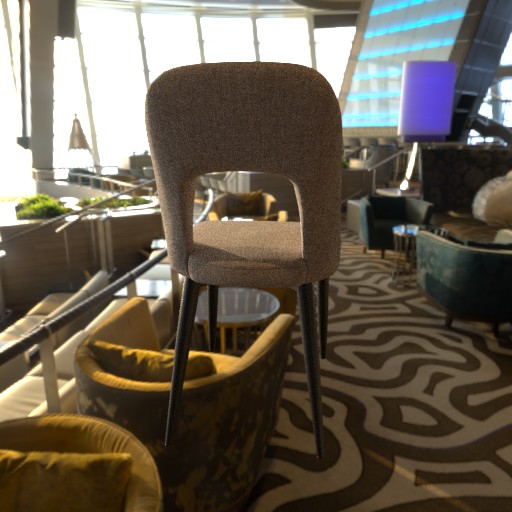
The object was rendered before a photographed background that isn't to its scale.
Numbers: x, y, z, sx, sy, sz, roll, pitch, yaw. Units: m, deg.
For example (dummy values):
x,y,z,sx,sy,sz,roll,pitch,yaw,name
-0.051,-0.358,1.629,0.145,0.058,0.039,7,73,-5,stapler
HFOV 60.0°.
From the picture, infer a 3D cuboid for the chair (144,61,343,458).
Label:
x,y,z,sx,sy,sz,roll,pitch,yaw,name
0.000,0.000,1.245,0.470,0.931,0.612,2,15,8,chair
